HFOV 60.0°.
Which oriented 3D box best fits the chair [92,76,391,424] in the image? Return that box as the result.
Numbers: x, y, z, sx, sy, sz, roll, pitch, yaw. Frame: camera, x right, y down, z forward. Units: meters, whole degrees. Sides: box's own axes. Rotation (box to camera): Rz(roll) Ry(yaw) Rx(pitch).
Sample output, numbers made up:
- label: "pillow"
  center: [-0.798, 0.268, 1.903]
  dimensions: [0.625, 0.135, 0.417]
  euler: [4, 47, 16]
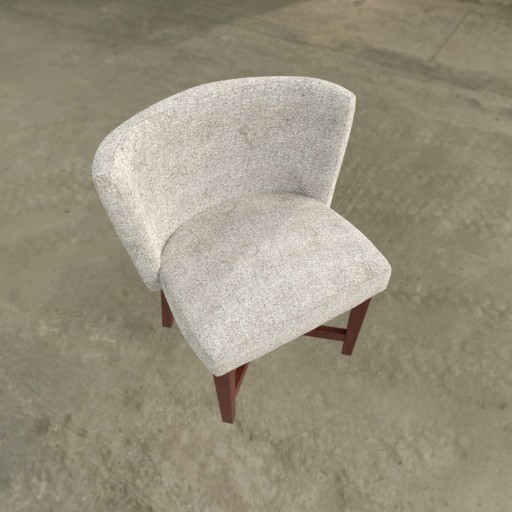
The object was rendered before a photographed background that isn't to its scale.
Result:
- label: "chair"
  center: [0.000, 0.000, 1.313]
  dimensions: [0.728, 0.827, 0.575]
  euler: [-23, 51, -20]
